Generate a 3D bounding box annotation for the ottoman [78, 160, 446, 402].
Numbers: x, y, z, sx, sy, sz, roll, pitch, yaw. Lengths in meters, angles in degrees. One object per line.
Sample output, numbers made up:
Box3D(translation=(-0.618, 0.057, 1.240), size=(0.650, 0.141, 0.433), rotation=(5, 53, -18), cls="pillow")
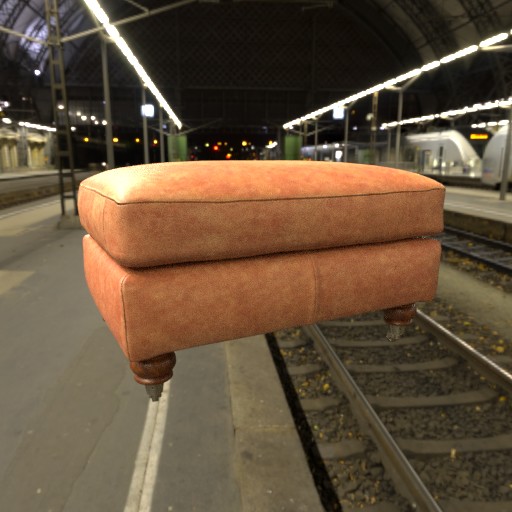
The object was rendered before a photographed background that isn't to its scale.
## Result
Box3D(translation=(0.000, 0.000, 1.204), size=(0.852, 0.507, 0.565), rotation=(-6, 14, -27), cls="ottoman")
